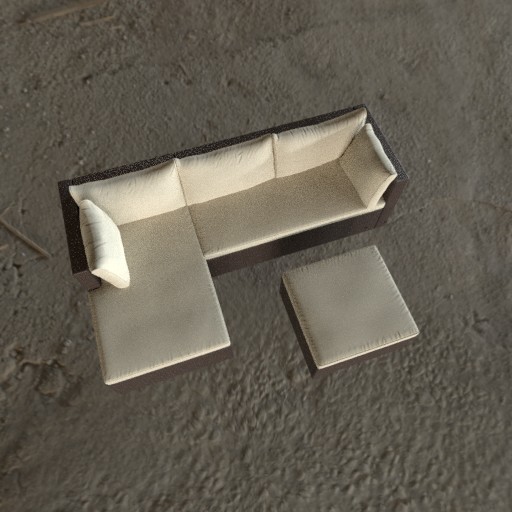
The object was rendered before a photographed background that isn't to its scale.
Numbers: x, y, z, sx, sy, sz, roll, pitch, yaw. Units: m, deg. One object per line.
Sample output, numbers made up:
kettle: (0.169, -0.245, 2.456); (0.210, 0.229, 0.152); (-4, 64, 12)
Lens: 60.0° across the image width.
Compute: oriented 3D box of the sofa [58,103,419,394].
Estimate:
sofa: (0.000, 0.000, 2.914); (2.192, 0.766, 1.612); (-17, 65, -8)
